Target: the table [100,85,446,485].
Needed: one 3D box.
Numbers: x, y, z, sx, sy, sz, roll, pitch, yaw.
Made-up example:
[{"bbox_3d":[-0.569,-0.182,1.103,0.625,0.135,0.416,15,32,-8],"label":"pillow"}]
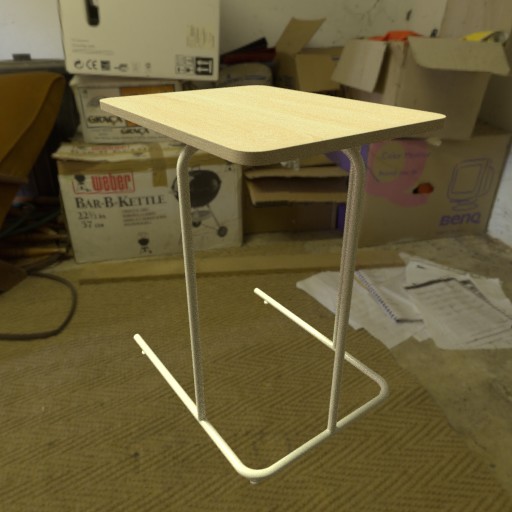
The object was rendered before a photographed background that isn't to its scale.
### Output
[{"bbox_3d":[0.000,0.000,0.851,0.370,0.550,0.480,-19,33,-32],"label":"table"}]
